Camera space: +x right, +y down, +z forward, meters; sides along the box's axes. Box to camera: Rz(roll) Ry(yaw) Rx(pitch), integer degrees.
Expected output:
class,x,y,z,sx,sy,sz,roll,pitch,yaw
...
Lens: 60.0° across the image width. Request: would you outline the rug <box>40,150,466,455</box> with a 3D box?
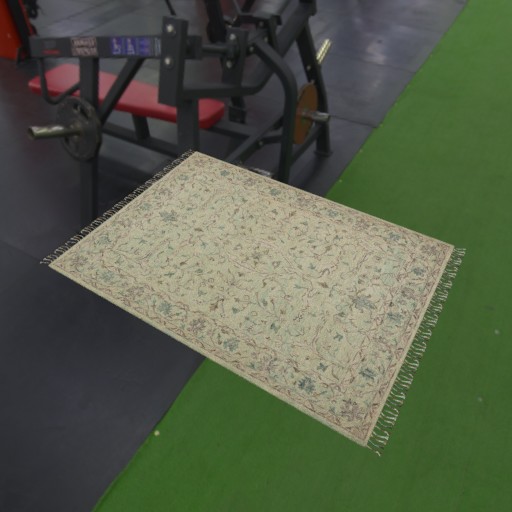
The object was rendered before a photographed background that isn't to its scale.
class,x,y,z,sx,sy,sz,roll,pitch,yaw
rug,0.000,0.000,2.263,1.802,0.008,1.247,24,50,22
